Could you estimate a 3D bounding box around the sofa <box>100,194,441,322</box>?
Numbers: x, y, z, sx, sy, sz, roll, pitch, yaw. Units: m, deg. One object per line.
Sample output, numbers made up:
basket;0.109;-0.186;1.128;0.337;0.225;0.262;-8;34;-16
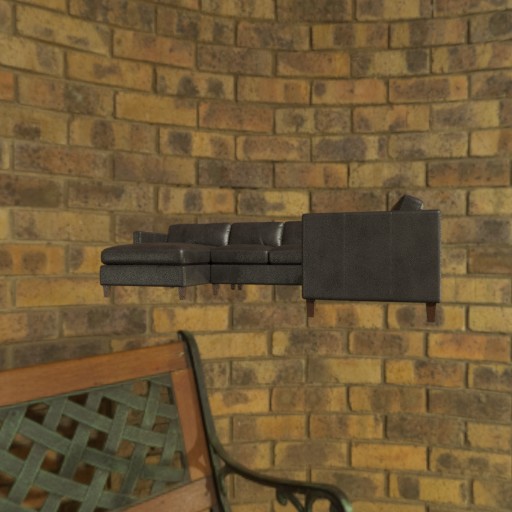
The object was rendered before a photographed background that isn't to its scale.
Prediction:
sofa;0.000;0.000;4.559;3.324;0.891;2.452;0;0;18
